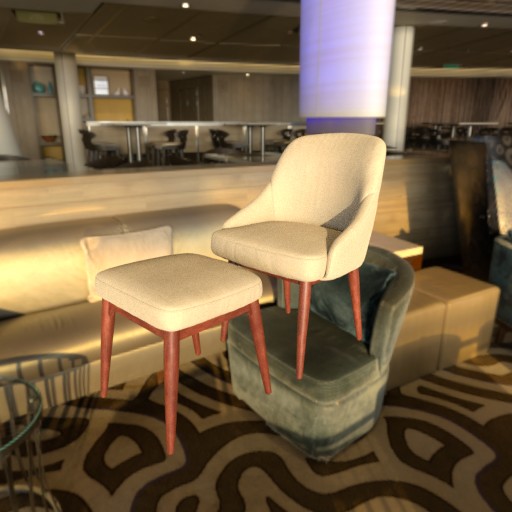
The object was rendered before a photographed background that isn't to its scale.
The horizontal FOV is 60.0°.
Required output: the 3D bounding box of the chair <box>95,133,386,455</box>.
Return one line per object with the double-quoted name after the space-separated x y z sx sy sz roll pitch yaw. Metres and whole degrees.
0.000 0.000 1.646 0.584 0.866 1.114 16 23 42 "chair"
